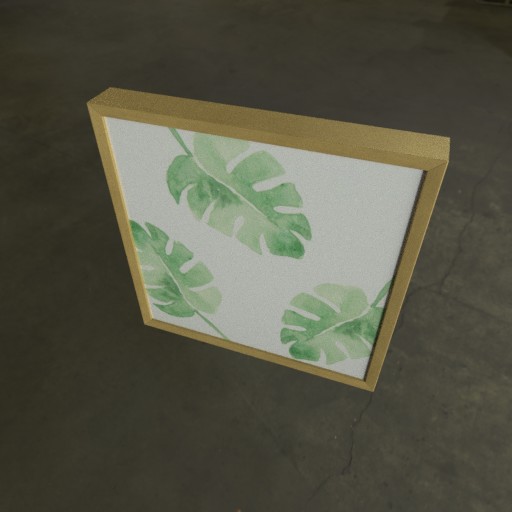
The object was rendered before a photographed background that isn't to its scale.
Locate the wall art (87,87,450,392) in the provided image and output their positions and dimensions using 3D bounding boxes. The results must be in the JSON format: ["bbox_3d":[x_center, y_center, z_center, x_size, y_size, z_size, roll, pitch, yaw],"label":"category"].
[{"bbox_3d":[0.000,0.000,0.468,0.305,0.305,0.038,13,43,14],"label":"wall art"}]
